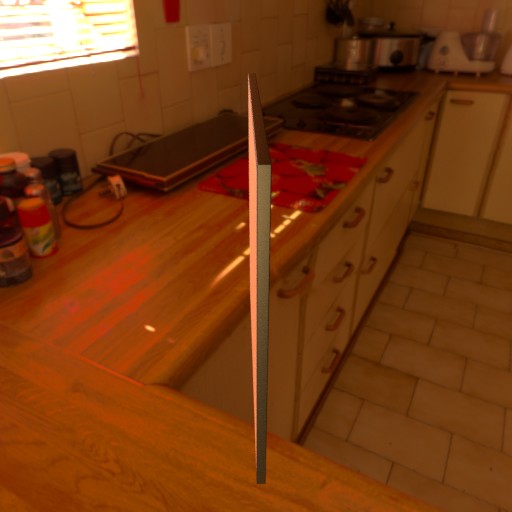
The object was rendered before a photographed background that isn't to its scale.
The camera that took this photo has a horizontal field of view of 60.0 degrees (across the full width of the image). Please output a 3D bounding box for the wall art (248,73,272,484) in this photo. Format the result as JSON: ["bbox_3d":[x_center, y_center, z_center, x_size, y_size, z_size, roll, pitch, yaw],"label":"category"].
[{"bbox_3d":[0.000,0.000,0.687,0.012,0.458,0.457,-1,31,-2],"label":"wall art"}]
